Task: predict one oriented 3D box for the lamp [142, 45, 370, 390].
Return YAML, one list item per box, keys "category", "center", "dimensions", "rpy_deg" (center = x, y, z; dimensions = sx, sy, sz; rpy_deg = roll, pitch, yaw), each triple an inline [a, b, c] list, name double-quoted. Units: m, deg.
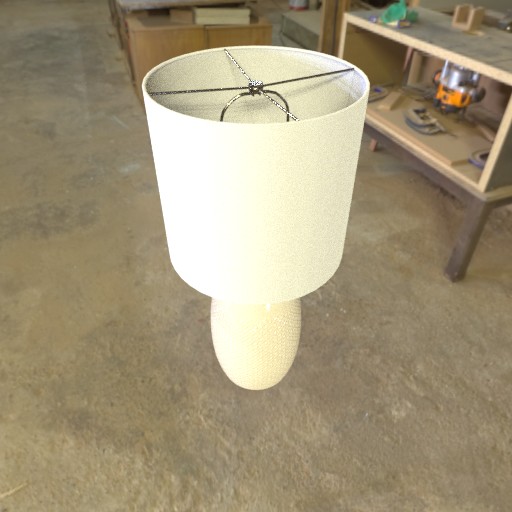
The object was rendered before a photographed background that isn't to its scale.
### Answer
- category: "lamp"
  center: [0.000, 0.000, 0.575]
  dimensions: [0.217, 0.453, 0.217]
  rpy_deg: [-13, 42, -15]
